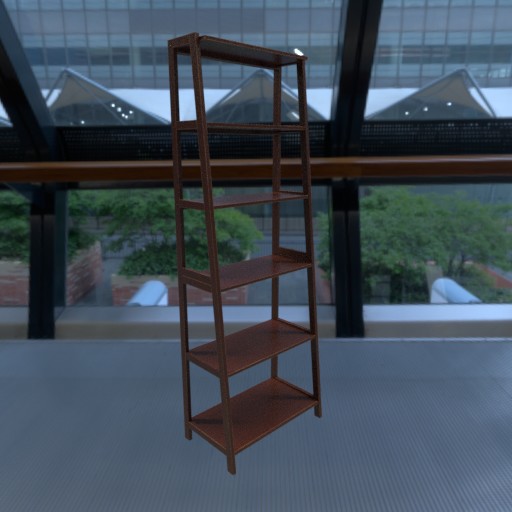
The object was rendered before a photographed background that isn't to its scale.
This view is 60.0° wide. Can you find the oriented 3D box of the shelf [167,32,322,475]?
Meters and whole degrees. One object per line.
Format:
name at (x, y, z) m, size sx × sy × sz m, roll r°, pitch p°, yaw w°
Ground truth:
shelf at (0.000, 0.000, 2.157) m, size 0.660 × 1.892 × 0.381 m, roll -13°, pitch 19°, yaw -42°
